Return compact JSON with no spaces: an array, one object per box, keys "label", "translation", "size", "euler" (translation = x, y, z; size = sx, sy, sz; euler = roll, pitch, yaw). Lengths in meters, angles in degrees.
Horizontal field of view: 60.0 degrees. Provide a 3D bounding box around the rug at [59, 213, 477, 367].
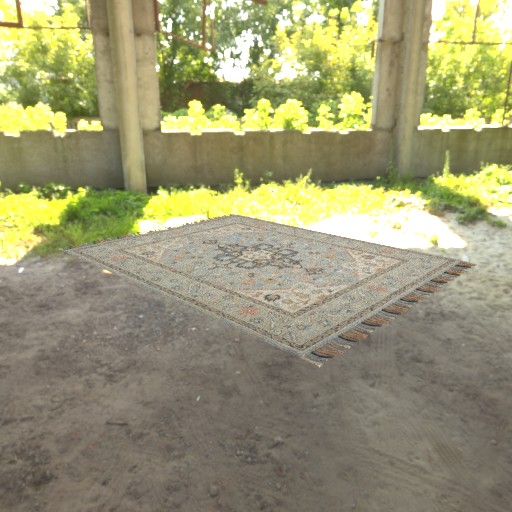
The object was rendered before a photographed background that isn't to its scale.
[{"label":"rug","translation":[0.000,0.000,2.257],"size":[1.730,0.009,1.278],"euler":[16,23,41]}]
